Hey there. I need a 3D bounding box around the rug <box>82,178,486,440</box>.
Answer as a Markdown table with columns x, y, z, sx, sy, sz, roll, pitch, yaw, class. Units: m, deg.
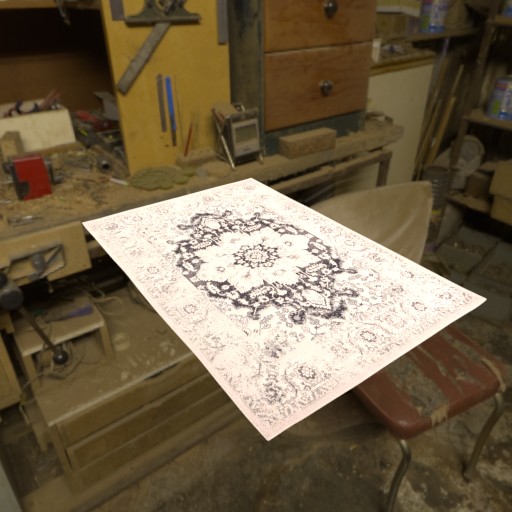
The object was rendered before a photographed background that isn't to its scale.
| x | y | z | sx | sy | sz | roll | pitch | yaw | class |
| --- | --- | --- | --- | --- | --- | --- | --- | --- | --- |
| 0.000 | 0.000 | 2.286 | 1.223 | 0.008 | 1.813 | -21 | 37 | -30 | rug |
